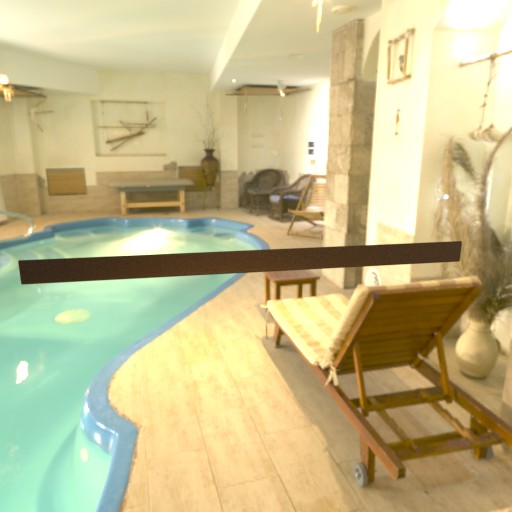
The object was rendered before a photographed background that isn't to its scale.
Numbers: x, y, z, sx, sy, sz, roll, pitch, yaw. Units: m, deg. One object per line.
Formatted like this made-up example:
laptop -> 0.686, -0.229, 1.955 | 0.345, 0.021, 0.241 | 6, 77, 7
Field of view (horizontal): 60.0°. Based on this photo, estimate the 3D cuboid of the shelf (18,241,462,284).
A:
shelf -> 0.000, 0.000, 0.962 | 0.924, 0.049, 0.092 | -3, 15, -10
